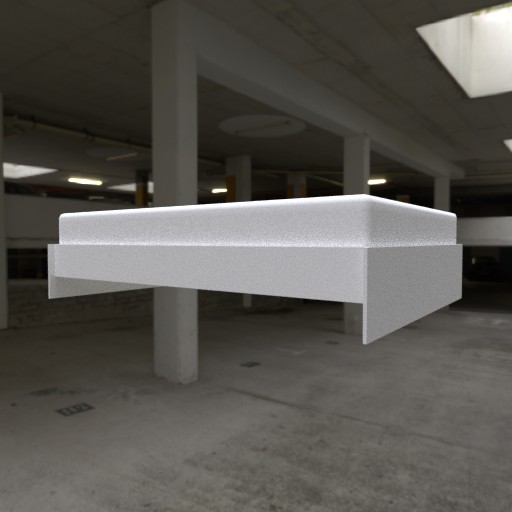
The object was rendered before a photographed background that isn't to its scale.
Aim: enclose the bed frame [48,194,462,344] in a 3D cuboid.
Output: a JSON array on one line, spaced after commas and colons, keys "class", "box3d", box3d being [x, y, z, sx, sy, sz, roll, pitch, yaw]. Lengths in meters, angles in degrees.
[{"class": "bed frame", "box3d": [0.000, 0.000, 2.593, 1.945, 0.497, 1.445, 1, 2, 36]}]
